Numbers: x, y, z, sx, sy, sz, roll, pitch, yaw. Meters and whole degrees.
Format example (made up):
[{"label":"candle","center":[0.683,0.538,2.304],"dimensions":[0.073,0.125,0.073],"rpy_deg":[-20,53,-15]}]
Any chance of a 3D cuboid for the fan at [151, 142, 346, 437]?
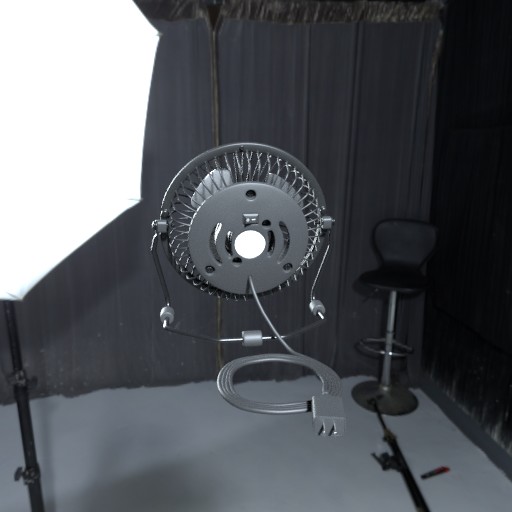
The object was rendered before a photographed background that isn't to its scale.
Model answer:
[{"label":"fan","center":[0.000,0.000,0.301],"dimensions":[0.153,0.152,0.202],"rpy_deg":[-2,14,-7]}]
